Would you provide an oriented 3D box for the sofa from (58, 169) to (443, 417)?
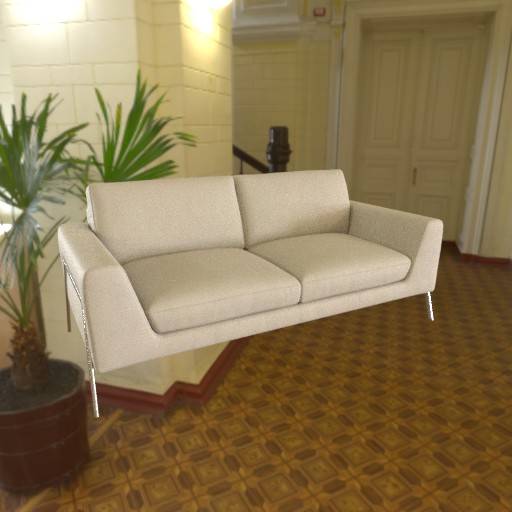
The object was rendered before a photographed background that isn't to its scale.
[{"bbox_3d":[0.000,0.000,2.558,2.017,0.875,0.953,-9,18,-27],"label":"sofa"}]
